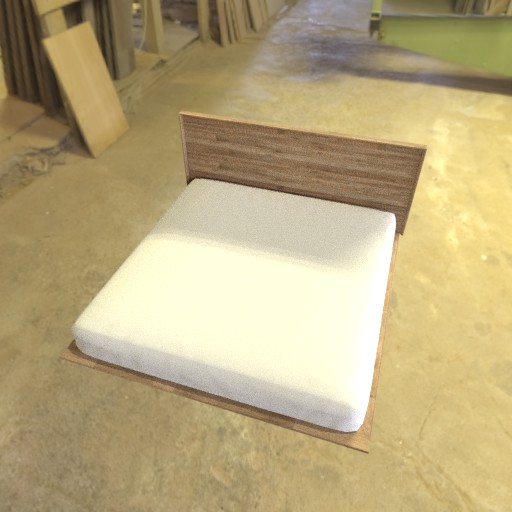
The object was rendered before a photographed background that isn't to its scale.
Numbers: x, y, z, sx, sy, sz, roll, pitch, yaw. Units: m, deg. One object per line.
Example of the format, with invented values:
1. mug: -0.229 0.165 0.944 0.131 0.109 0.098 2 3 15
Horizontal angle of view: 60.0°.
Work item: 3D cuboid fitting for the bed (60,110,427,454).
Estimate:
1. bed: 0.000 0.000 3.312 2.116 1.100 2.167 12 43 14
